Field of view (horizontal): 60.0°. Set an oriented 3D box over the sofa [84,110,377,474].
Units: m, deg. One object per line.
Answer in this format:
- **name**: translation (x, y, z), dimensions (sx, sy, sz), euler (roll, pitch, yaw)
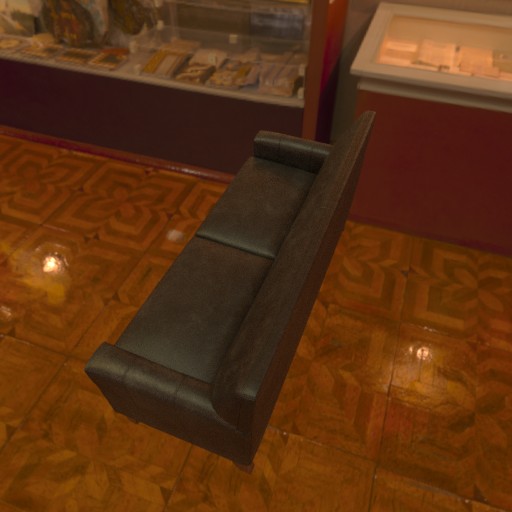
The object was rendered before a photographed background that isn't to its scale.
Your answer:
- **sofa**: translation (0.000, 0.000, 2.521), dimensions (0.805, 0.947, 2.053), euler (16, 48, 15)
